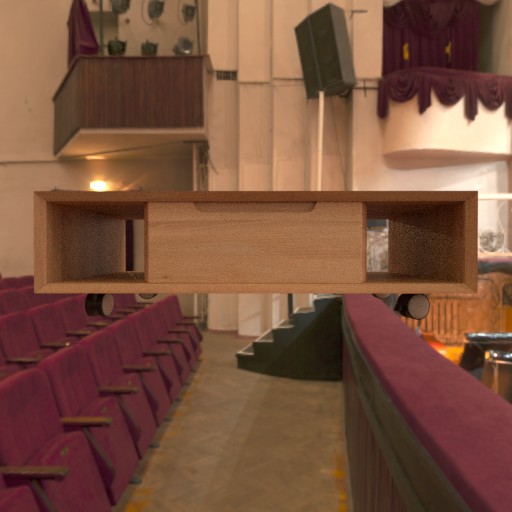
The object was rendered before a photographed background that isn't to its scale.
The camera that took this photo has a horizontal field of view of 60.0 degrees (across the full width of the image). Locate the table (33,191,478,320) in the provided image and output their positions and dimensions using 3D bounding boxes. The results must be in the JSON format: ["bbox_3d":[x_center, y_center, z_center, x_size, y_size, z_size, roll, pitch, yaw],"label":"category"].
[{"bbox_3d":[0.000,0.000,1.448,1.100,0.330,0.700,0,1,0],"label":"table"}]
